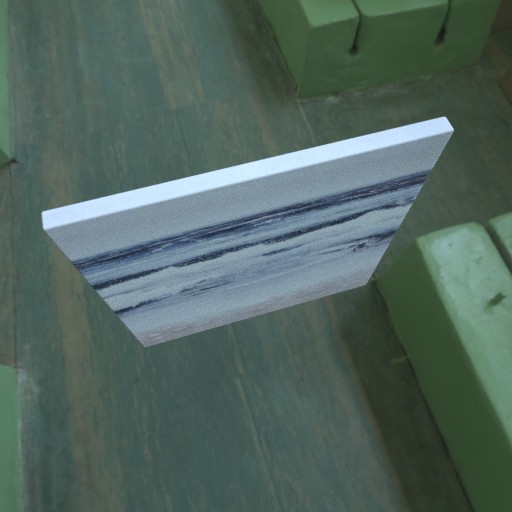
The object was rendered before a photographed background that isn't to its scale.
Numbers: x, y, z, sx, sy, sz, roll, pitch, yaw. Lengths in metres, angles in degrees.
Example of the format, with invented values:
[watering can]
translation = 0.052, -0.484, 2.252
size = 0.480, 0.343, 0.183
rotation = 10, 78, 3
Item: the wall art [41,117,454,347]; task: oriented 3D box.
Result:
[wall art]
translation = 0.000, 0.000, 1.126
size = 0.755, 0.747, 0.065
rotation = -15, 64, -7
